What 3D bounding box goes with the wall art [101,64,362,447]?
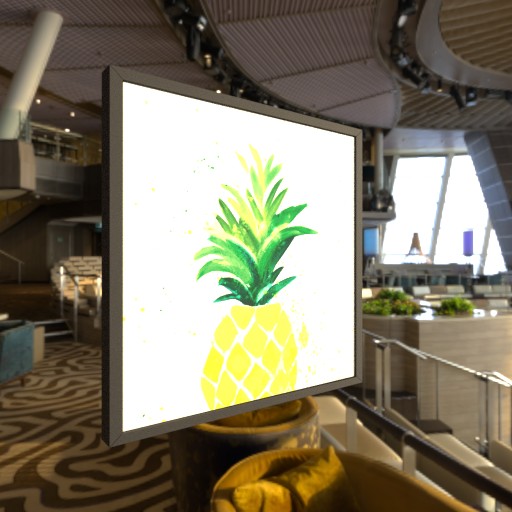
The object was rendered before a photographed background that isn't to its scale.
[{"bbox_3d":[0.000,0.000,0.751,0.508,0.507,0.033,0,0,-37],"label":"wall art"}]
